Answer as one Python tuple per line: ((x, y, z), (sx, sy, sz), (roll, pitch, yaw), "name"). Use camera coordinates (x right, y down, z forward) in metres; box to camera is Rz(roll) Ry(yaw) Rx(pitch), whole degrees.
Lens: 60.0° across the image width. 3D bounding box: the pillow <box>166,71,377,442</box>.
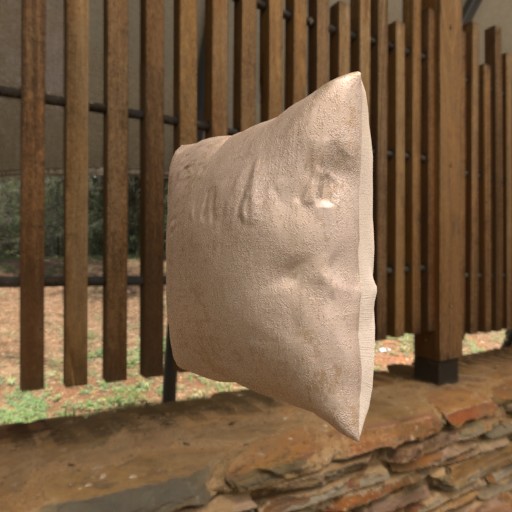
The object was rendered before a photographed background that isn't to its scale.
((0.000, 0.000, 0.714), (0.245, 0.448, 0.450), (0, -1, -36), "pillow")
